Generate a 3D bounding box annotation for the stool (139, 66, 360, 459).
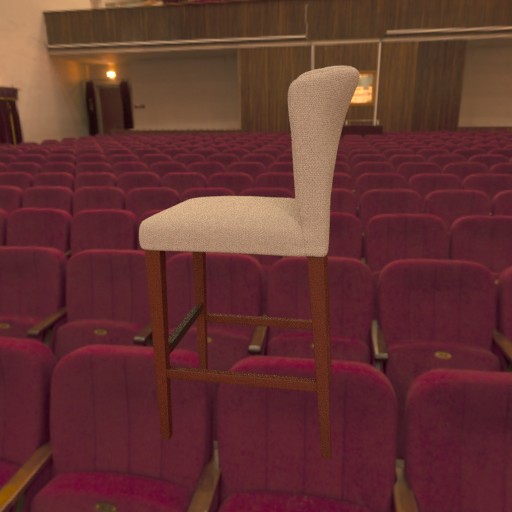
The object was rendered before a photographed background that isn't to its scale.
[{"bbox_3d":[0.000,0.000,1.379,0.568,1.069,0.481,3,15,9],"label":"stool"}]
